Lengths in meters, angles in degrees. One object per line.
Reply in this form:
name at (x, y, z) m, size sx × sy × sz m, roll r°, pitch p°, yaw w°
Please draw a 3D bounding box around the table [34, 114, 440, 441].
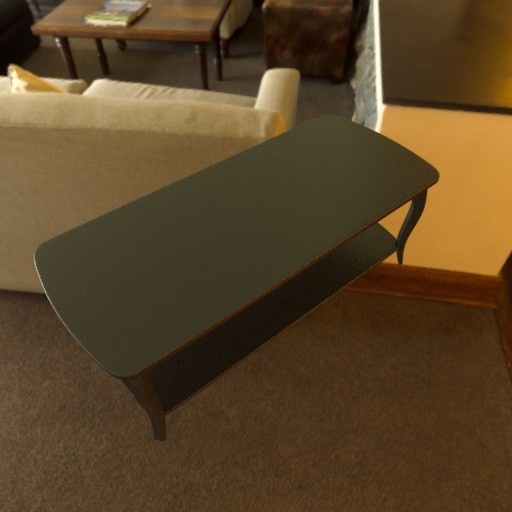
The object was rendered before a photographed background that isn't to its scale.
table at (0.000, 0.000, 1.603) m, size 1.333 × 0.457 × 0.571 m, roll -31°, pitch 54°, yaw -26°
